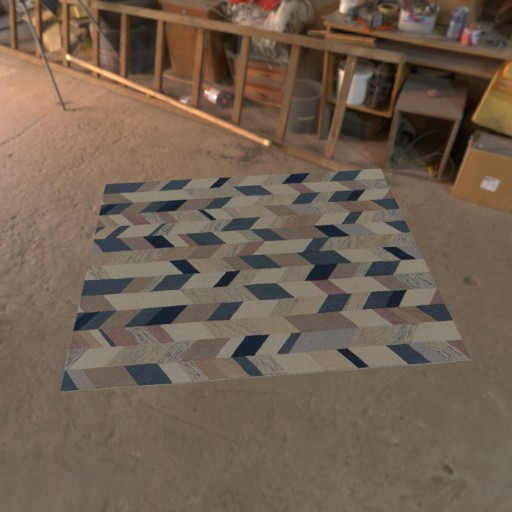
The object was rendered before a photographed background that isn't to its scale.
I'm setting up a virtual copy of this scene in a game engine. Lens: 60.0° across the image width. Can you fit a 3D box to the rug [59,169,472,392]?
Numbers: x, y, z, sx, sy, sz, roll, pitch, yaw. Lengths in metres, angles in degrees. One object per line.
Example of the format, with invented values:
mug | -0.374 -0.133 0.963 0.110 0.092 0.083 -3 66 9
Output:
rug | 0.000 0.000 4.101 3.072 0.011 2.451 -4 47 -4
